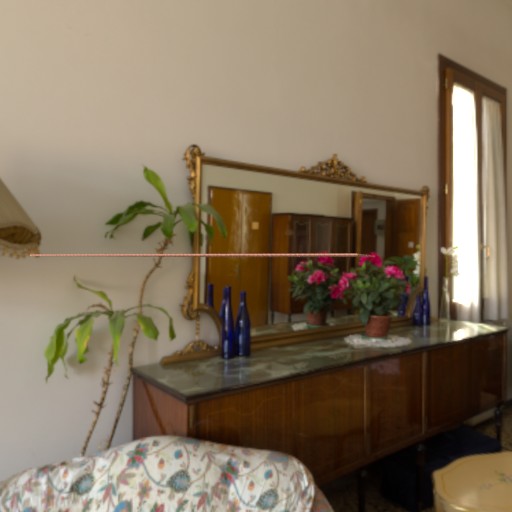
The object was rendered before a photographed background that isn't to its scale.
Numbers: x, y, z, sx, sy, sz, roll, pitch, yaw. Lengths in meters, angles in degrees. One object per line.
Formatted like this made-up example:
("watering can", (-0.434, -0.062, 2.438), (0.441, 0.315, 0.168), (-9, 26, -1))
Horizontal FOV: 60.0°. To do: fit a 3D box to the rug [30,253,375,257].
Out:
("rug", (0.000, 0.000, 3.051), (1.523, 0.008, 2.438), (0, 0, 17))
